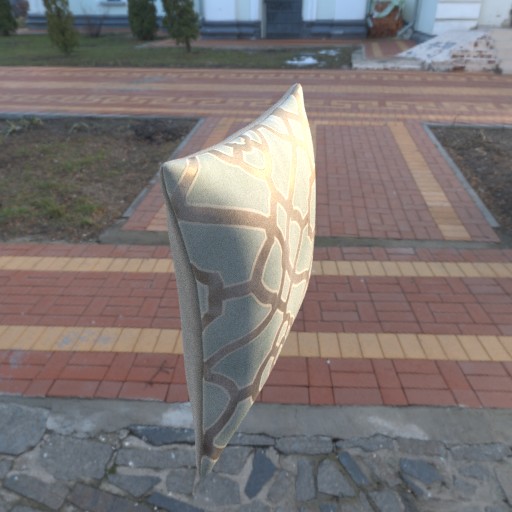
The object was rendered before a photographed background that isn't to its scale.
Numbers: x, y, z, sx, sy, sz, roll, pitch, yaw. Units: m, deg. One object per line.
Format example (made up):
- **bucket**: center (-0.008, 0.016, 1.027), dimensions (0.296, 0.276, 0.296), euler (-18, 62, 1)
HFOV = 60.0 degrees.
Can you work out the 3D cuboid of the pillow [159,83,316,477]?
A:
- **pillow**: center (0.000, 0.000, 0.798), dimensions (0.166, 0.508, 0.552), euler (10, 31, 17)
